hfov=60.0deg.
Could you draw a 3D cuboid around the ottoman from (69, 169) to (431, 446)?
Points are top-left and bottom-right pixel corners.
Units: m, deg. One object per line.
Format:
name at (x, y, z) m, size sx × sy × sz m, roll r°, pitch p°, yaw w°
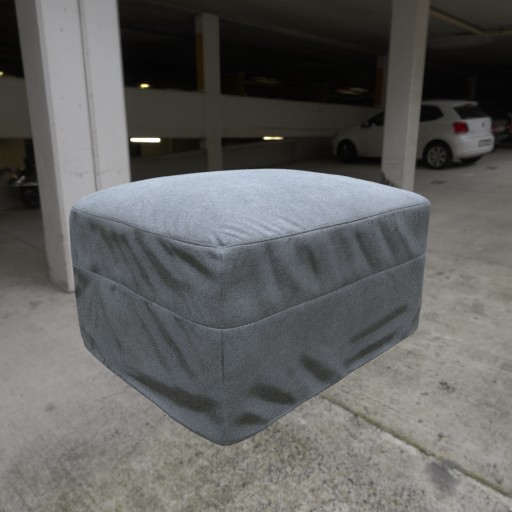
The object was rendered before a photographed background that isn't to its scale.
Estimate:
ottoman at (0.000, 0.000, 1.265) m, size 0.837 × 0.481 × 0.683 m, roll -14°, pitch 21°, yaw -42°
